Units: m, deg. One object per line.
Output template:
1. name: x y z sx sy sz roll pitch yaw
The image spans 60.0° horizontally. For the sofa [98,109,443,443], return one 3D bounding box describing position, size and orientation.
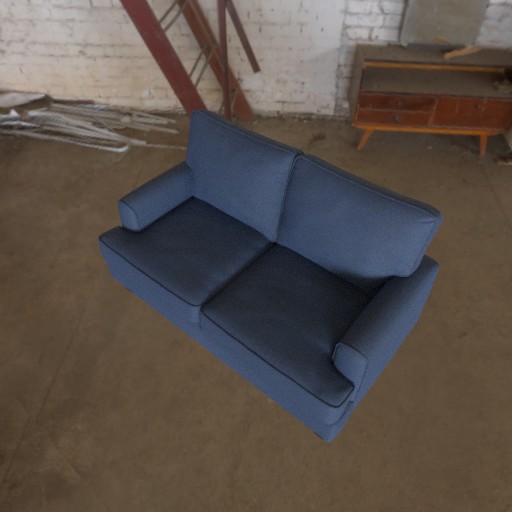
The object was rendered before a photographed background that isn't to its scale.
1. sofa: 0.000 0.000 2.388 1.651 0.965 0.965 31 53 27
